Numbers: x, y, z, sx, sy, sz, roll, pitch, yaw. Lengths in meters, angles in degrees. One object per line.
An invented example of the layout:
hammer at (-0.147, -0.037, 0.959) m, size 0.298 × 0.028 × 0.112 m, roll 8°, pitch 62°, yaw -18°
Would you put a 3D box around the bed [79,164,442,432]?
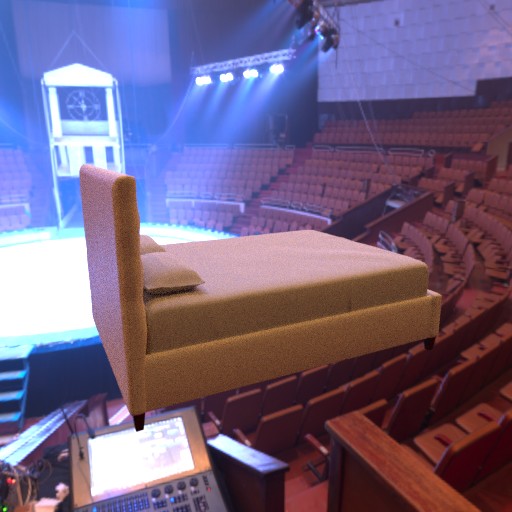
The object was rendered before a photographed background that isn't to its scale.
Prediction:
bed at (0.000, 0.000, 3.543) m, size 2.387 × 1.427 × 1.698 m, roll -7°, pitch 15°, yaw -26°
